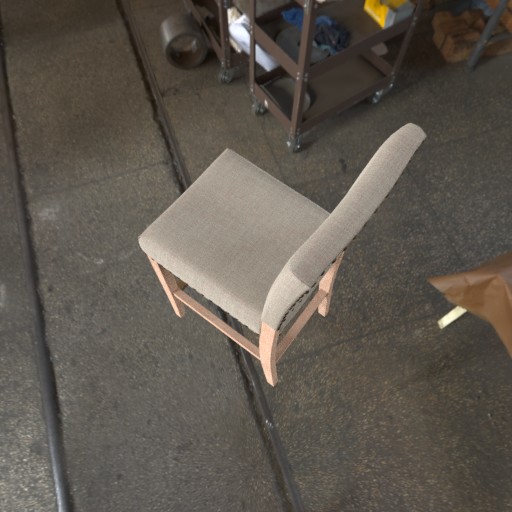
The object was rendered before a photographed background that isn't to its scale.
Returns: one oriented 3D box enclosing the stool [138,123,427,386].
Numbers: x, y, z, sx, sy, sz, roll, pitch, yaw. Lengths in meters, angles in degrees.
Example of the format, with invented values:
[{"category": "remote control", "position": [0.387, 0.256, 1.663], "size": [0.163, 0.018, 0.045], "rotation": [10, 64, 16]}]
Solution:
[{"category": "stool", "position": [0.000, 0.000, 1.432], "size": [0.585, 1.173, 0.445], "rotation": [35, 69, 15]}]
